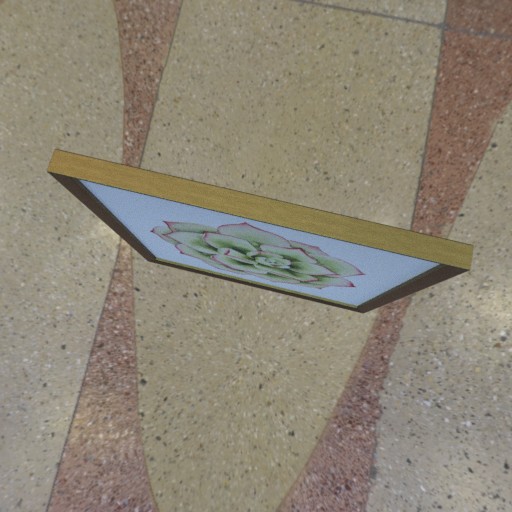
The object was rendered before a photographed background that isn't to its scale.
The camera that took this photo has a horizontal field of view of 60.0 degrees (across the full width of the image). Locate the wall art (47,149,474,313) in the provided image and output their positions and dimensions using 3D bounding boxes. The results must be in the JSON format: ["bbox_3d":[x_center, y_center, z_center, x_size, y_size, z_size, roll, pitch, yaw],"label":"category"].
[{"bbox_3d":[0.000,0.000,0.760,0.503,0.506,0.031,13,77,3],"label":"wall art"}]
